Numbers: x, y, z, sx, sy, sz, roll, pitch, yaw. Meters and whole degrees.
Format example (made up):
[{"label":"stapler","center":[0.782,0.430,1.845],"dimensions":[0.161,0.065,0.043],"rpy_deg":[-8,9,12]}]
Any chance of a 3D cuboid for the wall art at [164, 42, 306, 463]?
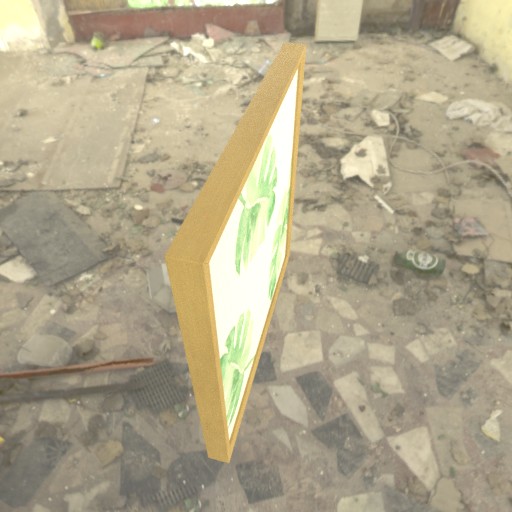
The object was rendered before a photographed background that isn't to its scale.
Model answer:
[{"label":"wall art","center":[0.000,0.000,0.749],"dimensions":[0.038,0.508,0.508],"rpy_deg":[11,47,10]}]
